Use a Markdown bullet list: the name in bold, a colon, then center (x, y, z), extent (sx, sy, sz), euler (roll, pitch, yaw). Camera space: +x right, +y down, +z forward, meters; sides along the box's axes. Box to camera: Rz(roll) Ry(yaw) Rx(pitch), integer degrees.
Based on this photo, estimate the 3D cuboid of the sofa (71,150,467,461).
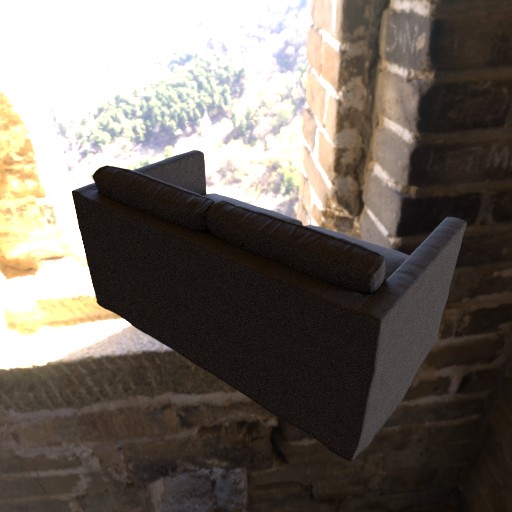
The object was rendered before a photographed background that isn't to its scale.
- **sofa**: center (0.000, 0.000, 2.346), extent (1.802, 0.854, 0.974), euler (22, 37, 32)
